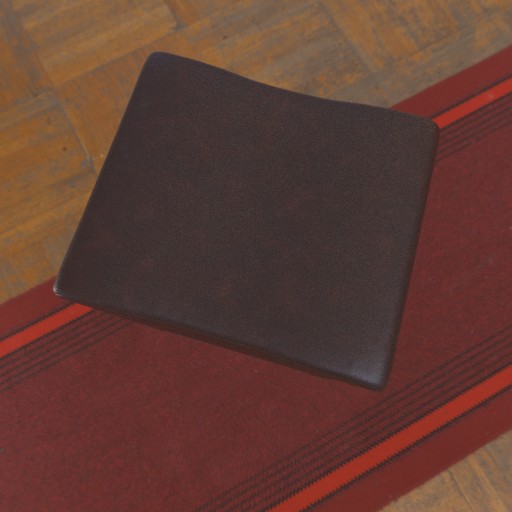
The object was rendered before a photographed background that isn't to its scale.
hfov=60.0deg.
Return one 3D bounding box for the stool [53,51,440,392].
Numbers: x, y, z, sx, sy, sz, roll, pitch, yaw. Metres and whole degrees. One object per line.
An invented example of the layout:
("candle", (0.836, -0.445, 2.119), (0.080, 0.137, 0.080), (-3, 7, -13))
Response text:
("stool", (0.000, 0.000, 0.894), (0.465, 0.608, 0.397), (16, 76, 4))
